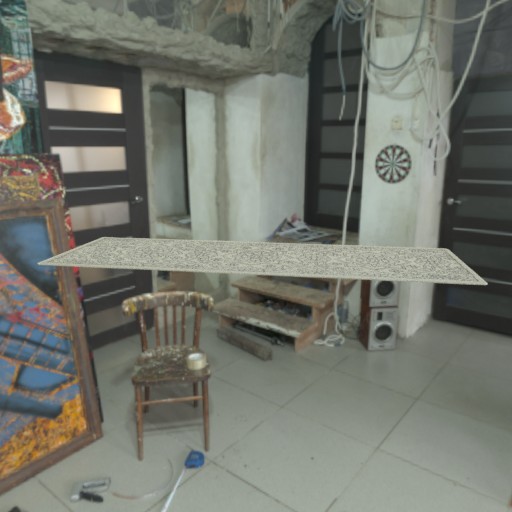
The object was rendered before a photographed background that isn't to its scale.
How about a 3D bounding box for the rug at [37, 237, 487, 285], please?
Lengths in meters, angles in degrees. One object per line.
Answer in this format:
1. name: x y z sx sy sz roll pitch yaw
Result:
1. rug: 0.000 0.000 2.733 2.431 0.006 0.806 2 14 9
